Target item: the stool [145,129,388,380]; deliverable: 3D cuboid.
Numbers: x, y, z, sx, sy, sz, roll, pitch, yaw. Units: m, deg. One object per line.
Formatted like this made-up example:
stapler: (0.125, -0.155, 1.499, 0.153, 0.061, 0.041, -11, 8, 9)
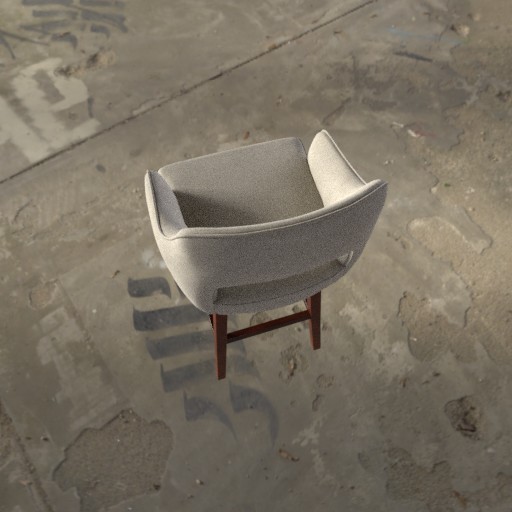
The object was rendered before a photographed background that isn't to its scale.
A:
stool: (0.000, 0.000, 1.387, 0.550, 1.041, 0.560, -15, 59, -9)
